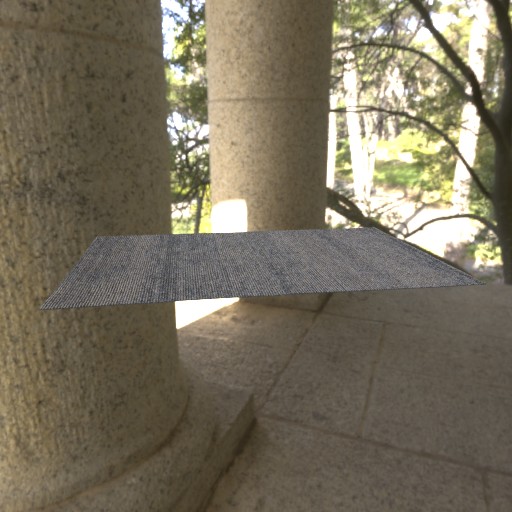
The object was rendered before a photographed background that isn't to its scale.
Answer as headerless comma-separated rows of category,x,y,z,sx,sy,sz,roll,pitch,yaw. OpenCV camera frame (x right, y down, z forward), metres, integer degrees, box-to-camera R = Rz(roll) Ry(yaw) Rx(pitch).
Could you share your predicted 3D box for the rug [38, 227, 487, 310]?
rug,0.000,0.000,2.215,1.740,0.010,1.135,-2,16,-9
